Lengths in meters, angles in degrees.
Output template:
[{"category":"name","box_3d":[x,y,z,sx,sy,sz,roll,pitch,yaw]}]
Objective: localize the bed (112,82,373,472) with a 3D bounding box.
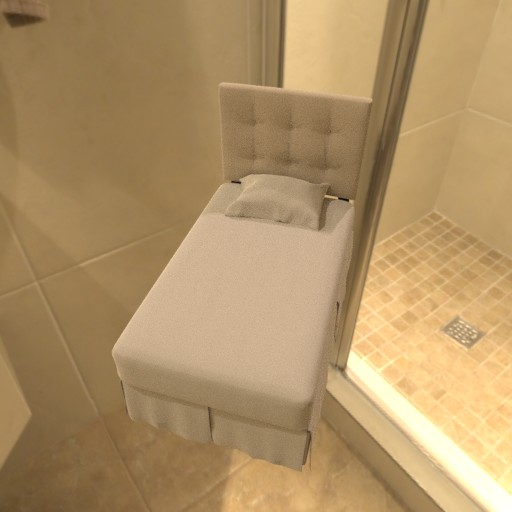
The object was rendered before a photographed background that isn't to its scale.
[{"category":"bed","box_3d":[0.000,0.000,3.016,1.261,1.571,1.997,11,42,12]}]
